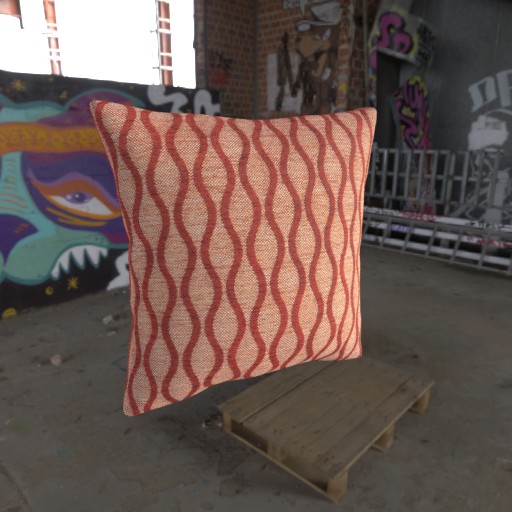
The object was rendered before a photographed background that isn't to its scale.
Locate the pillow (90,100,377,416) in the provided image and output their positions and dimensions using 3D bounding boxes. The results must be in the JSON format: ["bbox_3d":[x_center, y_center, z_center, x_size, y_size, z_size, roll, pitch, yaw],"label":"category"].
[{"bbox_3d":[0.000,0.000,0.662,0.429,0.434,0.159,-7,17,-26],"label":"pillow"}]
